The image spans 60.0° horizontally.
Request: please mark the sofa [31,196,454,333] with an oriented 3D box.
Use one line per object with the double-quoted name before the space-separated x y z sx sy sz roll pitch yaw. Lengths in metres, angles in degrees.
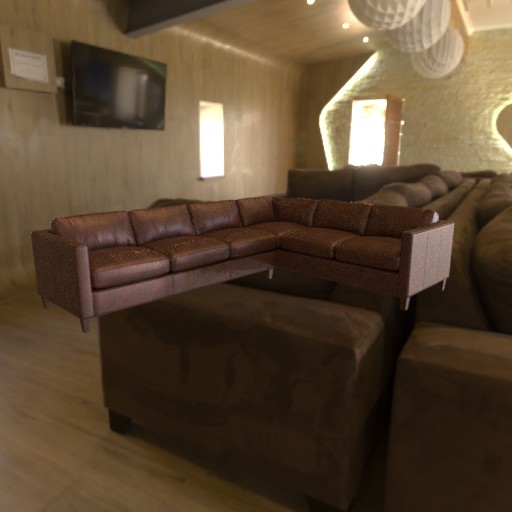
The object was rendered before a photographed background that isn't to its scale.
"sofa" 0.000 0.000 4.185 2.438 0.836 3.152 13 18 43
